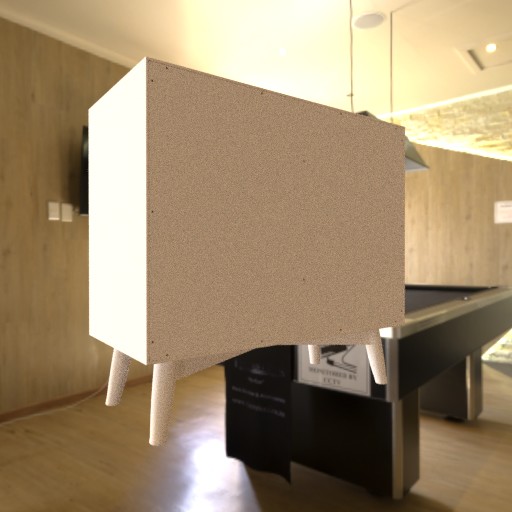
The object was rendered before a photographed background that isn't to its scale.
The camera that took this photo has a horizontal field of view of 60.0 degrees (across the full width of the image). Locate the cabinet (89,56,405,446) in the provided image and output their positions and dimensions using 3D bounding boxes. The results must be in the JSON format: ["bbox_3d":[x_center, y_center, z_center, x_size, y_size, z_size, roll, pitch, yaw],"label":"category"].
[{"bbox_3d":[0.000,0.000,1.235,0.800,0.761,0.398,0,1,-36],"label":"cabinet"}]
